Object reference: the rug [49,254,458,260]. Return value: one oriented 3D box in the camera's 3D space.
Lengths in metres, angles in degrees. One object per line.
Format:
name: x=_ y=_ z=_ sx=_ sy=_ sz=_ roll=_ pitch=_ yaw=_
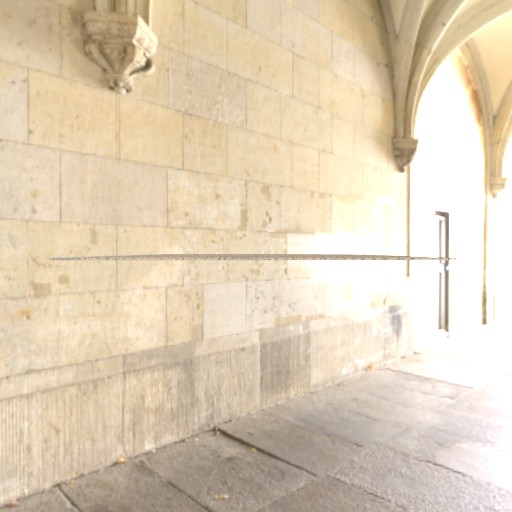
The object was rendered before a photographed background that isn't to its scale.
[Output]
rug: x=0.000 y=0.000 z=4.174 sx=2.457 sy=0.015 sz=3.049 roll=0 pitch=1 yaw=1
